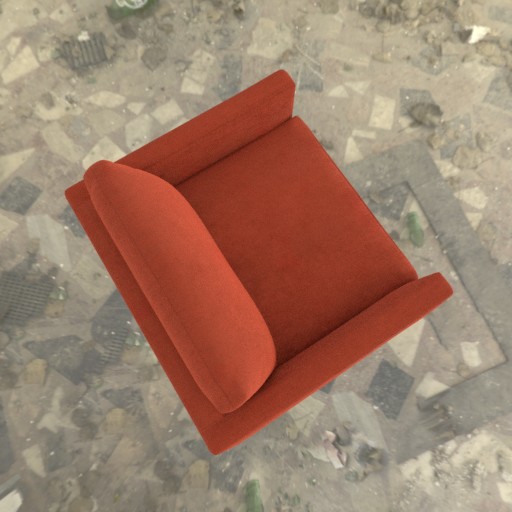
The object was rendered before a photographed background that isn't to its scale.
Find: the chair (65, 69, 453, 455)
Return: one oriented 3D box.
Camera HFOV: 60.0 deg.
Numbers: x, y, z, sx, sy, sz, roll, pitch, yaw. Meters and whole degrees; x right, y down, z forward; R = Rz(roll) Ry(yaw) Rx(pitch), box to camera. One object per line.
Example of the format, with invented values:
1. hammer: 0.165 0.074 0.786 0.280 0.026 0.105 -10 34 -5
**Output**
1. chair: 0.000 0.000 1.572 0.875 0.812 0.964 -32 77 -8
